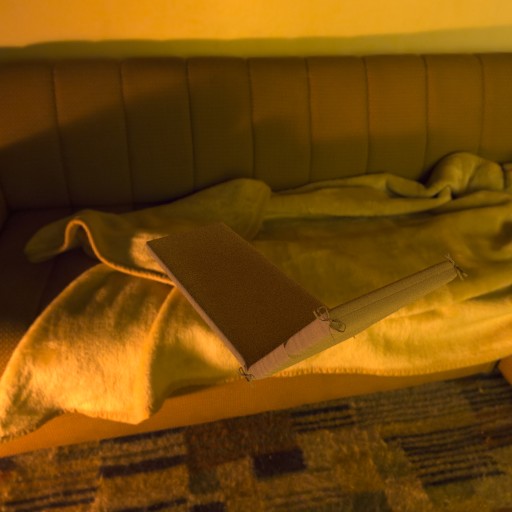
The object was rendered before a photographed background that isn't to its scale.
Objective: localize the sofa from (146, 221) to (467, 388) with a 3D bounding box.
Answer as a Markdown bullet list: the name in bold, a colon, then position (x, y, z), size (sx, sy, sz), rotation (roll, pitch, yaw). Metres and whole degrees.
- **sofa**: position (0.000, 0.000, 2.008), size (0.582, 0.622, 1.663), rotation (-18, 35, -27)
